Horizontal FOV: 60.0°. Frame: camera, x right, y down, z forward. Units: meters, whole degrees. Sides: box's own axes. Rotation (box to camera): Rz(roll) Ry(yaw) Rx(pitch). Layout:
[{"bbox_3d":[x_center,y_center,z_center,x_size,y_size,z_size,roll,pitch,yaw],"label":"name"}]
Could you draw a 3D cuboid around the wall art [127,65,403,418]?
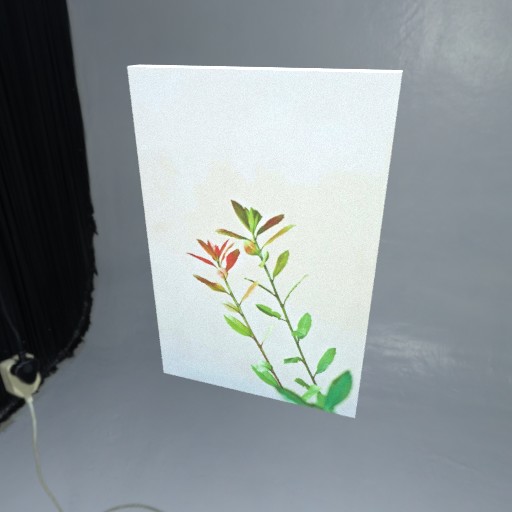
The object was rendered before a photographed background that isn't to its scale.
[{"bbox_3d":[0.000,0.000,0.782,0.408,0.611,0.038,8,28,16],"label":"wall art"}]
